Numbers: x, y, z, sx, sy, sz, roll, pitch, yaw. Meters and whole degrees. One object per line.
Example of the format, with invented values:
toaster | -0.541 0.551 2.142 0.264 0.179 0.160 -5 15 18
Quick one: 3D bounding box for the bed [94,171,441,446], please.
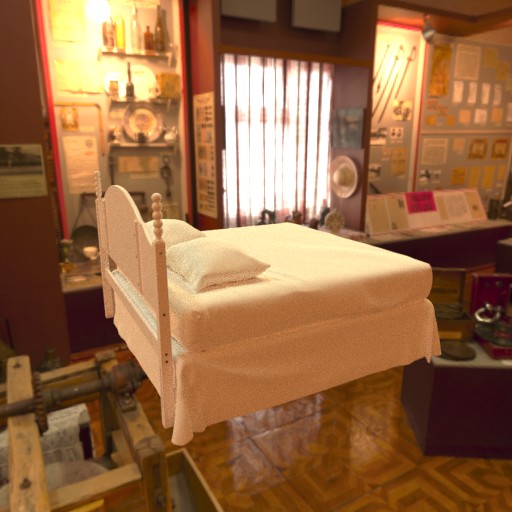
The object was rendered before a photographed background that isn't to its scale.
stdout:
bed | 0.000 0.000 3.703 2.219 1.355 2.322 -8 17 -27
